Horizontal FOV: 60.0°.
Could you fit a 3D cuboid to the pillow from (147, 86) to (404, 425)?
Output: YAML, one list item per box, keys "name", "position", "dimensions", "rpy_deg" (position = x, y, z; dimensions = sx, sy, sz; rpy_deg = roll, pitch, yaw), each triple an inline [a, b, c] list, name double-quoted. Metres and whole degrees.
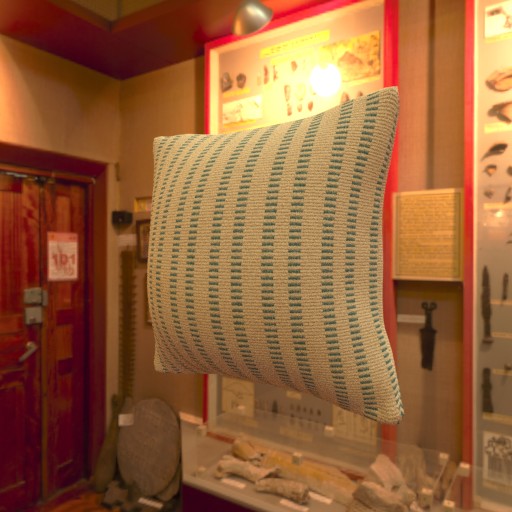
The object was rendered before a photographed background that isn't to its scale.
- name: "pillow"
  position: [0.000, 0.000, 0.667]
  dimensions: [0.438, 0.419, 0.247]
  rpy_deg: [0, 1, 35]
